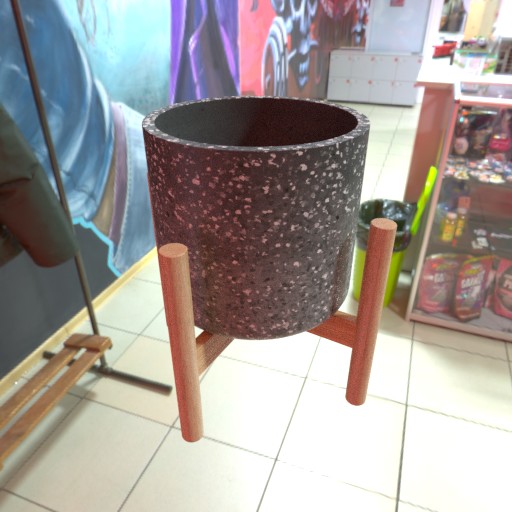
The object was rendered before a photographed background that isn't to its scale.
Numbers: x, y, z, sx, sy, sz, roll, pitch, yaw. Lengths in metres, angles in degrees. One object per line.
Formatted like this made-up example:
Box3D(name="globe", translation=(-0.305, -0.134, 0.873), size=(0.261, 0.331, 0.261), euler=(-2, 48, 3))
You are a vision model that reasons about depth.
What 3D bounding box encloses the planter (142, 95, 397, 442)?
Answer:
Box3D(name="planter", translation=(0.000, 0.000, 0.522), size=(0.284, 0.320, 0.284), euler=(-21, 36, -31))
